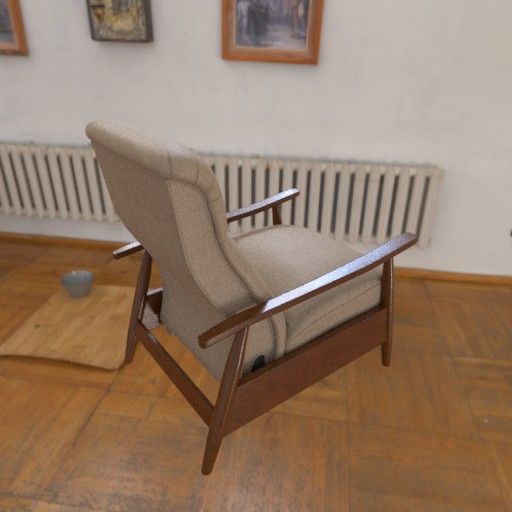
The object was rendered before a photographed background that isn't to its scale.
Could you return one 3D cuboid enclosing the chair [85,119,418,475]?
[{"bbox_3d":[0.000,0.000,1.767,1.030,1.082,0.762,-18,31,-32],"label":"chair"}]
